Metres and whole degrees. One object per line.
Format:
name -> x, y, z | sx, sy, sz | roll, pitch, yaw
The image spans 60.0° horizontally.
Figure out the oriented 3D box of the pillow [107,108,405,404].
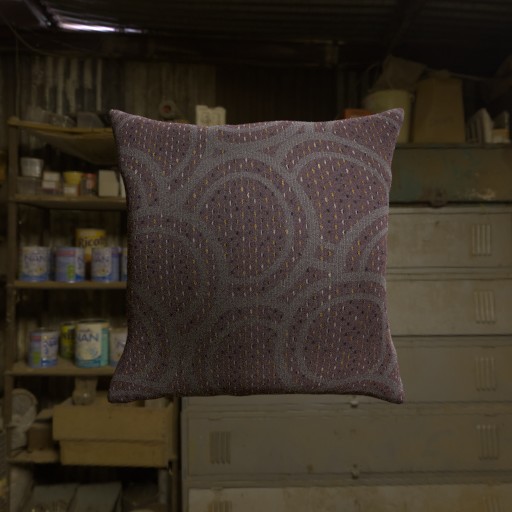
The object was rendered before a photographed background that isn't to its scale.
pillow -> 0.000, 0.000, 0.770 | 0.514, 0.513, 0.163 | 0, 0, 0
